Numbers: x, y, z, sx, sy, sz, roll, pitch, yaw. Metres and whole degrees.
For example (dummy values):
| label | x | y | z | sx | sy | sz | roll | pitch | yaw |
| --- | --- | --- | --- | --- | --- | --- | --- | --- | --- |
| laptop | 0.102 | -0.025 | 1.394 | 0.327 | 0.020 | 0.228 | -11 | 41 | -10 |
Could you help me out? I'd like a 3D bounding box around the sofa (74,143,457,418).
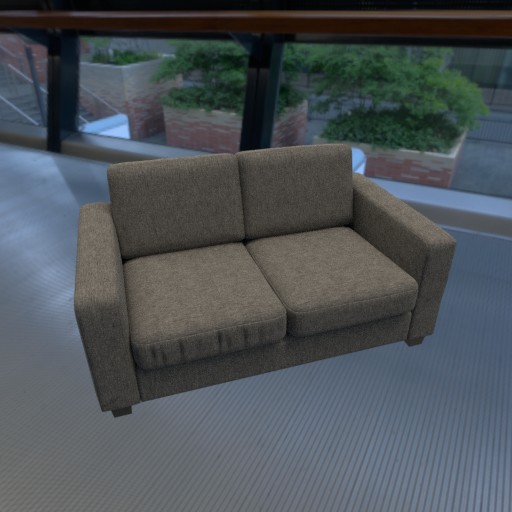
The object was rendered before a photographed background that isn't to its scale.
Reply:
| label | x | y | z | sx | sy | sz | roll | pitch | yaw |
| --- | --- | --- | --- | --- | --- | --- | --- | --- | --- |
| sofa | 0.000 | 0.000 | 2.043 | 1.520 | 0.800 | 0.900 | -9 | 32 | -15 |
